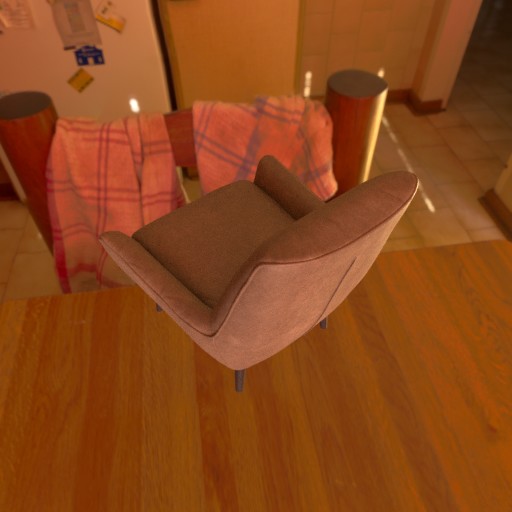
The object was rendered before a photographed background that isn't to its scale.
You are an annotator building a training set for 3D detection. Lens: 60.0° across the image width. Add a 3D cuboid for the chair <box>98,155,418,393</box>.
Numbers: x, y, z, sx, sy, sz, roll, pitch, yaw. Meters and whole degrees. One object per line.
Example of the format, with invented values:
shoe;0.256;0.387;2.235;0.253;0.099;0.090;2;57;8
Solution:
chair;0.000;0.000;1.523;0.787;0.888;0.824;-31;54;-25
